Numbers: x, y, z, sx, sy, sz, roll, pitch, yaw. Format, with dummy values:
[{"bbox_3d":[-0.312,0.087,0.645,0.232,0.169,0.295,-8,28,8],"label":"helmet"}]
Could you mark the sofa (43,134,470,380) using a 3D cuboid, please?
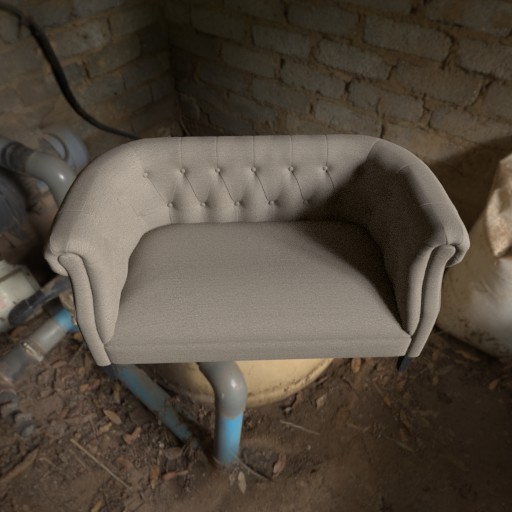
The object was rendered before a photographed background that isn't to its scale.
[{"bbox_3d":[0.000,0.000,2.032,1.558,0.827,0.835,-1,46,-1],"label":"sofa"}]
